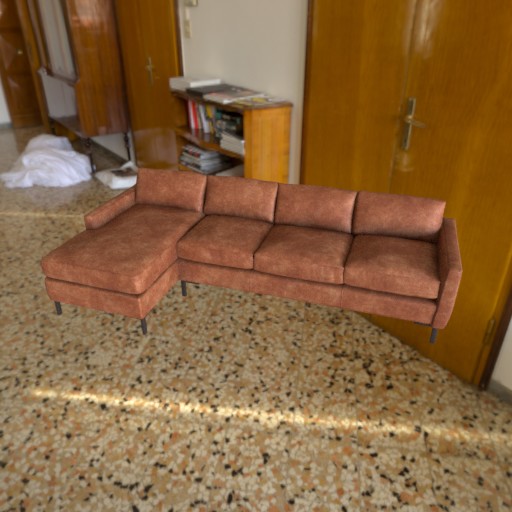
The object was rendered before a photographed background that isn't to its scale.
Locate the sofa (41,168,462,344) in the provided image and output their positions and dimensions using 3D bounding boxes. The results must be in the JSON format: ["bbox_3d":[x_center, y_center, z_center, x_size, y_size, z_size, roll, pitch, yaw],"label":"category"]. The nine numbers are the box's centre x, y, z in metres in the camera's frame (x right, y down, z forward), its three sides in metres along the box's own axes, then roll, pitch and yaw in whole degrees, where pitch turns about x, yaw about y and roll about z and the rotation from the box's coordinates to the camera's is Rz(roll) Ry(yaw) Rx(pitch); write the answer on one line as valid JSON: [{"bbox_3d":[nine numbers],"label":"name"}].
[{"bbox_3d":[0.000,0.000,3.552,2.993,0.859,1.471,9,30,16],"label":"sofa"}]
